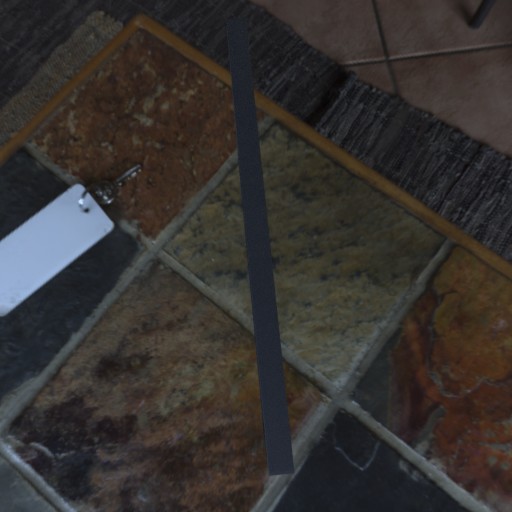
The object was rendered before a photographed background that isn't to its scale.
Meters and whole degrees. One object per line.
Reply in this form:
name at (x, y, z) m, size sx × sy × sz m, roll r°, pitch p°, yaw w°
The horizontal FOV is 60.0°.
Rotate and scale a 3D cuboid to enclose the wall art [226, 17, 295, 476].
wall art at (0.000, 0.000, 0.560) m, size 0.021 × 0.301 × 0.443 m, roll -5°, pitch 76°, yaw -1°
